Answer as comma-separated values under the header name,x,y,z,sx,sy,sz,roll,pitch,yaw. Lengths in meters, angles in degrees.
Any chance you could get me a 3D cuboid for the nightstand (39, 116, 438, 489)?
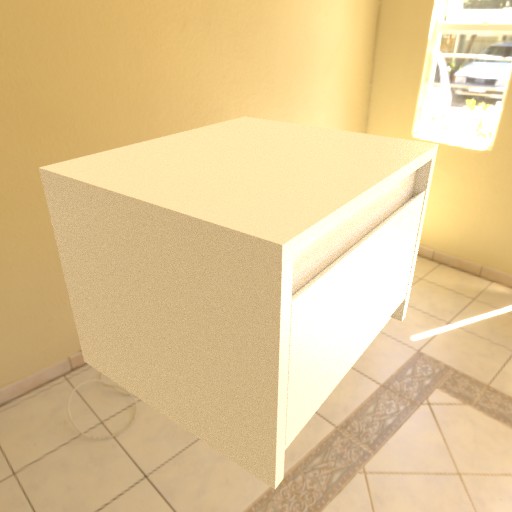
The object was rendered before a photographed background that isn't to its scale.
name,x,y,z,sx,sy,sz,roll,pitch,yaw
nightstand,0.000,0.000,0.761,0.408,0.351,0.470,19,33,32
